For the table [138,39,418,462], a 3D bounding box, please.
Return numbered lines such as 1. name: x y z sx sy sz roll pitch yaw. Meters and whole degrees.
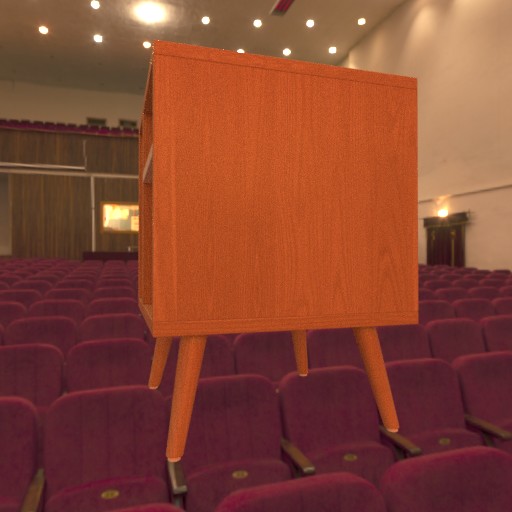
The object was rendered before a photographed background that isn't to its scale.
1. table: 0.000 0.000 0.815 0.400 0.550 0.400 0 -1 -17
